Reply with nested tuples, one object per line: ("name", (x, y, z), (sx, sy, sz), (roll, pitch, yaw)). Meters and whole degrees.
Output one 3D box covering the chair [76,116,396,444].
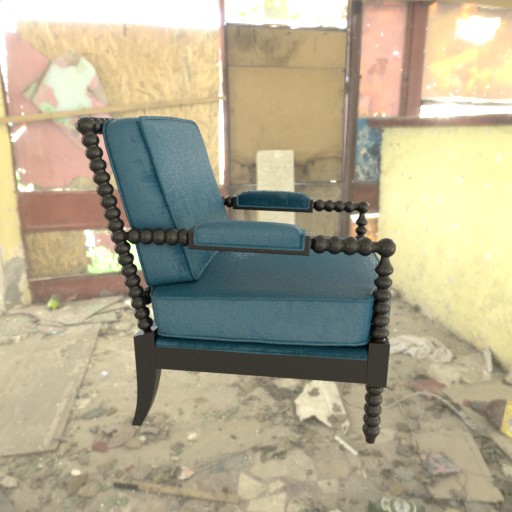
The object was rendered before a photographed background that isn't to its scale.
("chair", (0.000, 0.000, 1.424), (0.805, 0.857, 0.688), (2, 16, 7))
